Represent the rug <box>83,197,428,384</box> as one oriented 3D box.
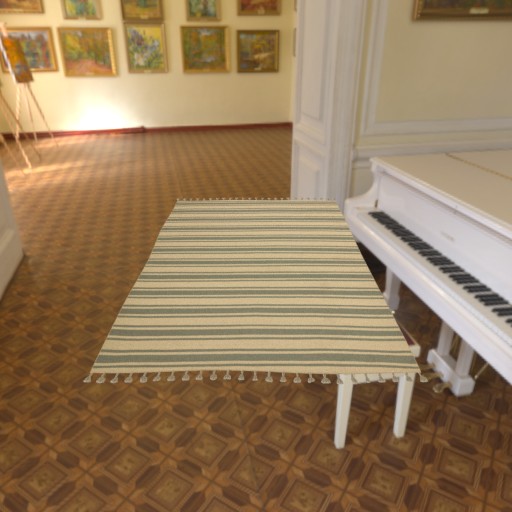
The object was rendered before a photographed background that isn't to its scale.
[{"bbox_3d":[0.000,0.000,2.496,1.222,0.009,2.084,0,26,0],"label":"rug"}]
